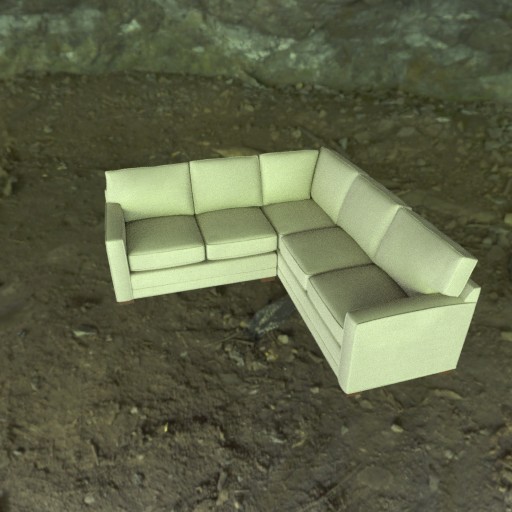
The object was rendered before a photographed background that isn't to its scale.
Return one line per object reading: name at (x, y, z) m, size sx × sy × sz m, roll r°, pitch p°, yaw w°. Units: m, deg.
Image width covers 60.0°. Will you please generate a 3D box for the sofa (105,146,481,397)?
sofa at (0.000, 0.000, 3.387) m, size 2.182 × 0.939 × 2.189 m, roll -8°, pitch 32°, yaw -13°
